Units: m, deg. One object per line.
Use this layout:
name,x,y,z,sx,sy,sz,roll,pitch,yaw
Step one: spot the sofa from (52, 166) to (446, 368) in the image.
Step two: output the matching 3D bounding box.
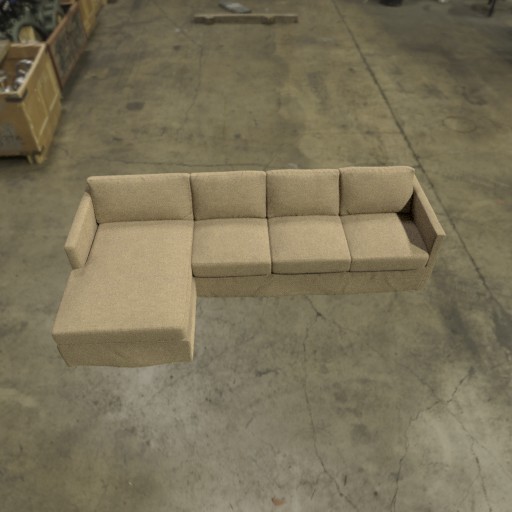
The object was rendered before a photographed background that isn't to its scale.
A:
sofa,0.000,0.000,3.919,3.198,0.920,1.638,-2,45,-2
